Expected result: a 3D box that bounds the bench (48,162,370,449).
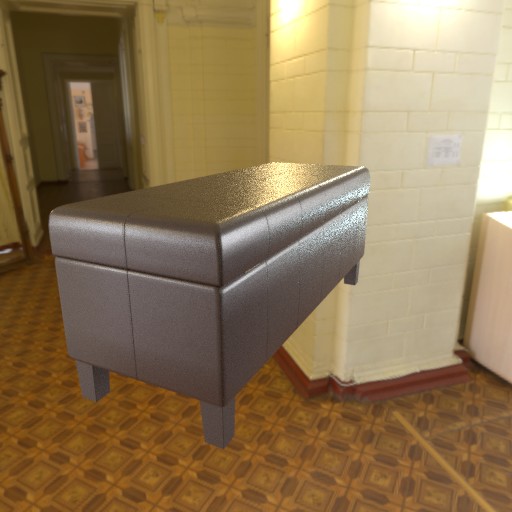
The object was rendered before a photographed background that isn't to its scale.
[{"bbox_3d":[0.000,0.000,1.342,0.429,0.457,1.092,8,19,25],"label":"bench"}]
